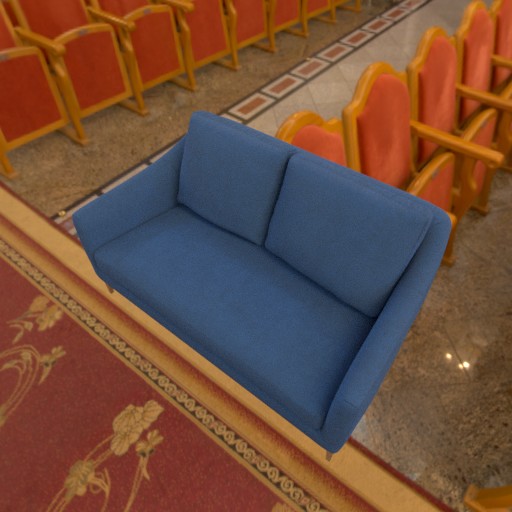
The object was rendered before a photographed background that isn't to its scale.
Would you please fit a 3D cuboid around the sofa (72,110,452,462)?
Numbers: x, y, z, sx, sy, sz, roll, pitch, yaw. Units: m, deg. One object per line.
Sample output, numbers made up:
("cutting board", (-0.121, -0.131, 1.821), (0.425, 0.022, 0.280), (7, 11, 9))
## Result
("sofa", (0.000, 0.000, 2.170), (1.619, 0.902, 0.960), (30, 52, 26))
